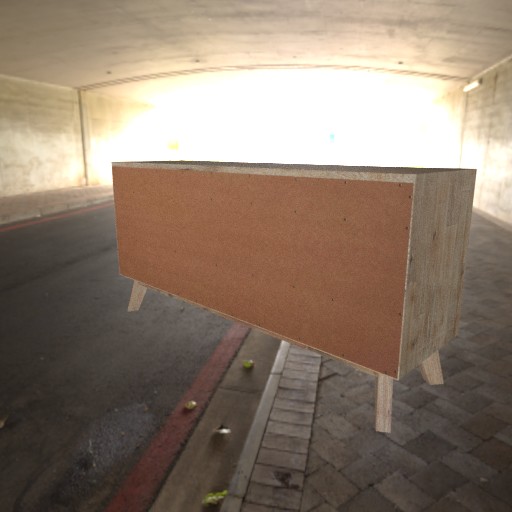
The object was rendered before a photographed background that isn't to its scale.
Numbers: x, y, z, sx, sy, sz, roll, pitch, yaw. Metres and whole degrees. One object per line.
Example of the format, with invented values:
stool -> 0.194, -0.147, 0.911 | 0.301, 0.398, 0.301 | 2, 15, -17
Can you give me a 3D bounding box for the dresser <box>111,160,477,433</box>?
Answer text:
dresser -> 0.000, 0.000, 1.946 | 1.602, 0.788, 0.455 | 13, 19, 43
